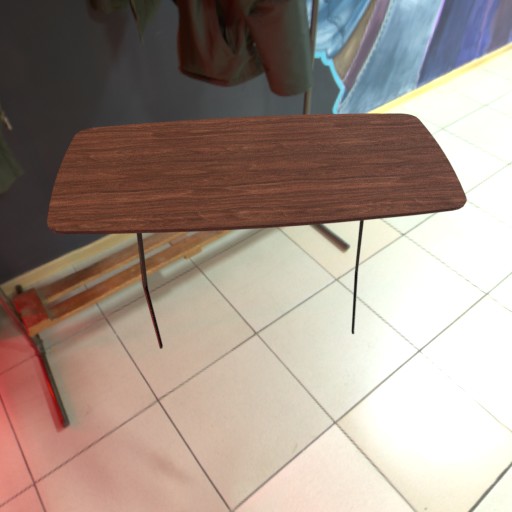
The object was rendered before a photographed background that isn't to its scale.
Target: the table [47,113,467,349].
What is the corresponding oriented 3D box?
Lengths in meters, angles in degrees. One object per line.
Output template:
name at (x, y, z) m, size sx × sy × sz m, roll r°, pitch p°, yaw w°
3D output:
table at (0.000, 0.000, 1.132) m, size 0.804 × 0.576 × 0.361 m, roll -4°, pitch 49°, yaw -3°
